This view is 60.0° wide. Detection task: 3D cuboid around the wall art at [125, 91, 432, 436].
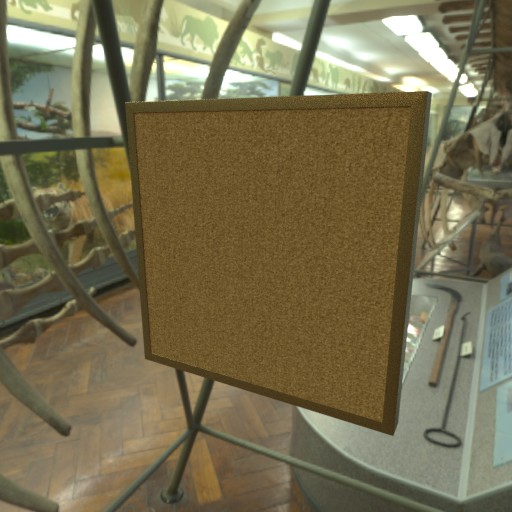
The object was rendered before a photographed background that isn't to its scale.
[{"bbox_3d":[0.000,0.000,0.758,0.510,0.509,0.037,8,18,27],"label":"wall art"}]
